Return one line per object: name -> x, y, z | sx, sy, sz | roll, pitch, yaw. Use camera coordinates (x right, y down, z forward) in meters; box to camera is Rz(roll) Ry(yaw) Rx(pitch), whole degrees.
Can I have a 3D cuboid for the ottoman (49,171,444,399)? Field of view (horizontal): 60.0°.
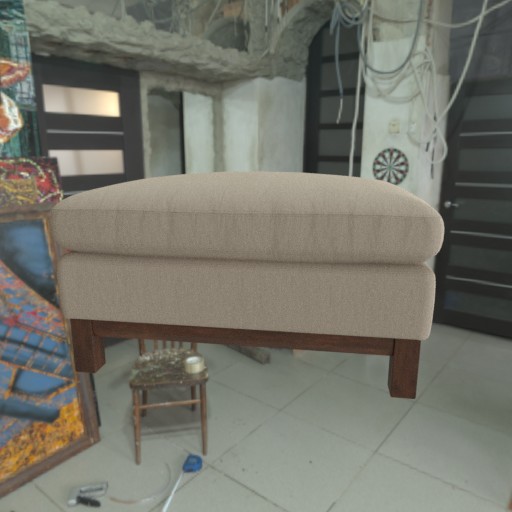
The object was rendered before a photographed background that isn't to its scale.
ottoman -> 0.000, 0.000, 1.128 | 0.771, 0.420, 0.606 | 2, 14, 9
